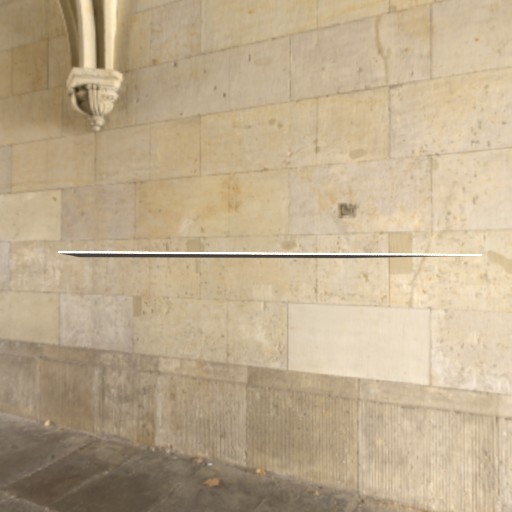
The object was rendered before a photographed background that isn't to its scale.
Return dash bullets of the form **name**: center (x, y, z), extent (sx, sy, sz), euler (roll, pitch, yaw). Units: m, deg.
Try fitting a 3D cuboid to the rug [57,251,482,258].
- **rug**: center (0.000, 0.000, 2.338), extent (1.813, 0.006, 1.202), euler (0, -1, -18)
